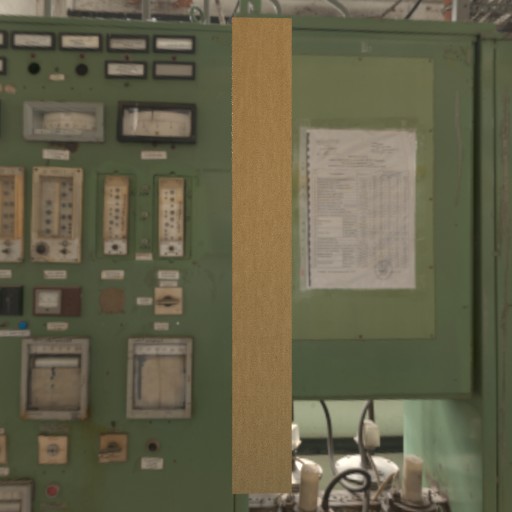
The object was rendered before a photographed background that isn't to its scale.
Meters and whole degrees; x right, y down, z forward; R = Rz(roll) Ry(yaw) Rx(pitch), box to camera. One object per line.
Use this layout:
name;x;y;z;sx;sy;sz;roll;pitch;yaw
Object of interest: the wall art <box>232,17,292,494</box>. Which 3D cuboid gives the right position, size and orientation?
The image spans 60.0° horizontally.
wall art;0.000;0.000;0.436;0.038;0.305;0.304;0;0;-1
